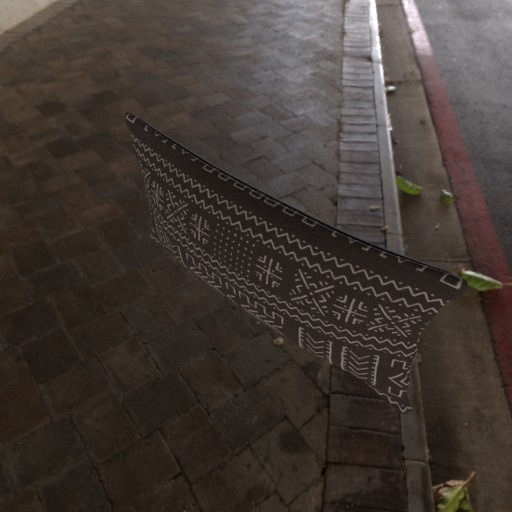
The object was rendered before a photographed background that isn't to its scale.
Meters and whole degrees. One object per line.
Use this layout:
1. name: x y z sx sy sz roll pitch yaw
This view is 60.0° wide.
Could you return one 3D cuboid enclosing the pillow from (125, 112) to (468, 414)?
1. pillow: 0.000 0.000 0.779 0.667 0.322 0.135 32 53 28
